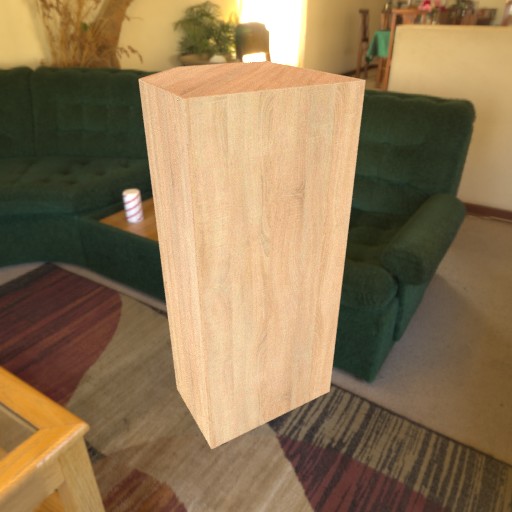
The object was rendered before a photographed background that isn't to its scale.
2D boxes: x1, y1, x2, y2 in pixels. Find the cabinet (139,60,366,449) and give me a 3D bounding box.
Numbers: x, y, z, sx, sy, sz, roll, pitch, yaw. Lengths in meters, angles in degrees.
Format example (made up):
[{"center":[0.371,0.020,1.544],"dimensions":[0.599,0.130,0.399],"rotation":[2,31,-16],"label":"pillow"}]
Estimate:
[{"center":[0.000,0.000,2.789],"dimensions":[1.094,2.120,1.327],"rotation":[7,31,13],"label":"cabinet"}]
